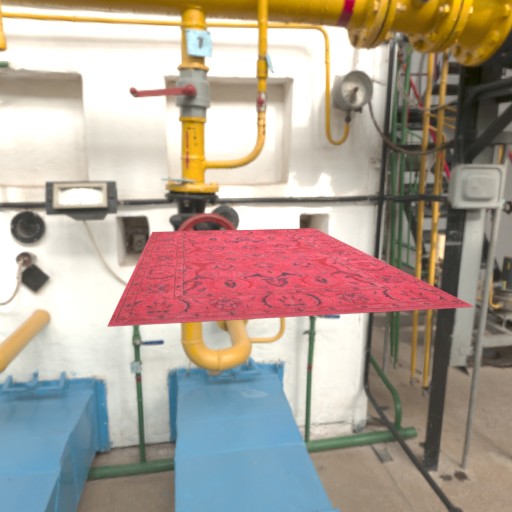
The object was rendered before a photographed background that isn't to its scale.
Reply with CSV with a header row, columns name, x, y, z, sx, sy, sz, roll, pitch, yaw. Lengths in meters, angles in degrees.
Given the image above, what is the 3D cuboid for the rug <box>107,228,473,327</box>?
name,x,y,z,sx,sy,sz,roll,pitch,yaw
rug,0.000,0.000,2.982,1.534,0.010,2.423,-2,12,-9
